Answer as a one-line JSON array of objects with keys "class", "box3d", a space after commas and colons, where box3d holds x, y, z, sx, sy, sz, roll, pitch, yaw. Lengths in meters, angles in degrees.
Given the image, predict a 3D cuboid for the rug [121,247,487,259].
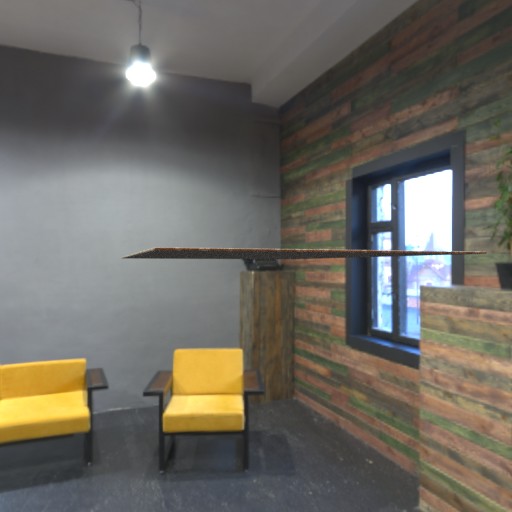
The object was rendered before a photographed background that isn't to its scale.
[{"class": "rug", "box3d": [0.000, 0.000, 2.805, 1.524, 0.010, 2.134, 0, -1, -20]}]
